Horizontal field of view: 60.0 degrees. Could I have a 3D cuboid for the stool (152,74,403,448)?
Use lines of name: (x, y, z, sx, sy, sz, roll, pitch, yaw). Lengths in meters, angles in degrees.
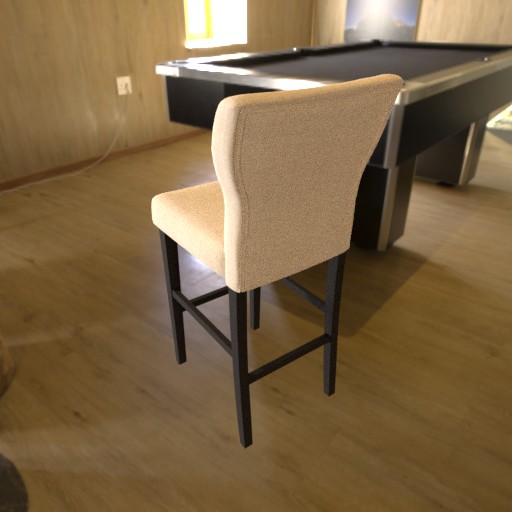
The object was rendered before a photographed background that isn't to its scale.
stool: (0.000, 0.000, 1.439, 0.516, 1.124, 0.603, -20, 35, -30)
